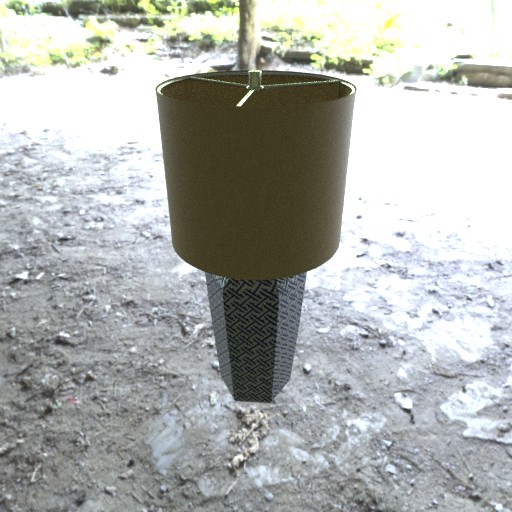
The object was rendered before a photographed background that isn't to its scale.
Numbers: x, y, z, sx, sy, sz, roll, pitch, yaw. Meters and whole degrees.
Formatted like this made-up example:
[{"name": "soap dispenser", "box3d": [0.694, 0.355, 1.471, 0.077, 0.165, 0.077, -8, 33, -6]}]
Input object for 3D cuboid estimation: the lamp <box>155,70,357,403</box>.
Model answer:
[{"name": "lamp", "box3d": [0.000, 0.000, 0.878, 0.320, 0.682, 0.320, -11, 32, -18]}]
